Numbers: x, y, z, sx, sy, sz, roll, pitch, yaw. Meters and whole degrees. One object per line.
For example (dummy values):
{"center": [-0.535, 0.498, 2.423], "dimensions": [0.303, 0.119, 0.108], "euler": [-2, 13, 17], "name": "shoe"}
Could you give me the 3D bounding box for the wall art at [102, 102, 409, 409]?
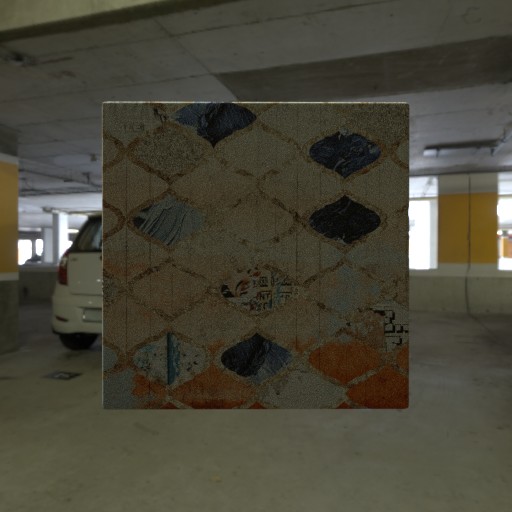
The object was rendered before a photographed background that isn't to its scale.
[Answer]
{"center": [0.000, 0.000, 0.750], "dimensions": [0.507, 0.508, 0.038], "euler": [0, 0, 0], "name": "wall art"}
